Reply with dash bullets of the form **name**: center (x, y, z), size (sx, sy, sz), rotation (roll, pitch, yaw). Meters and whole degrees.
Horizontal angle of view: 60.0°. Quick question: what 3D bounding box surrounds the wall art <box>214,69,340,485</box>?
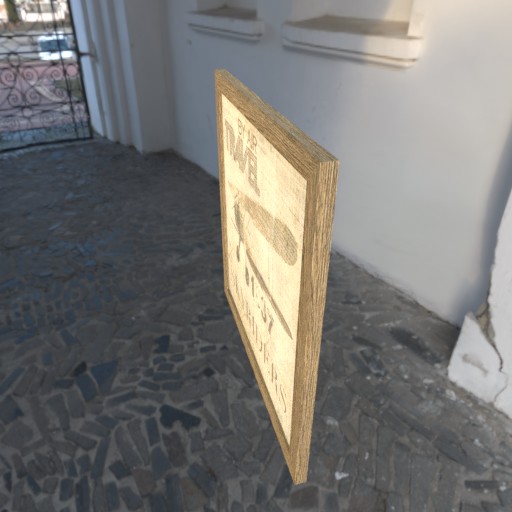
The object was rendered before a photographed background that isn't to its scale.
- **wall art**: center (0.000, 0.000, 0.746), size (0.019, 0.508, 0.508), rotation (-8, 33, -13)
